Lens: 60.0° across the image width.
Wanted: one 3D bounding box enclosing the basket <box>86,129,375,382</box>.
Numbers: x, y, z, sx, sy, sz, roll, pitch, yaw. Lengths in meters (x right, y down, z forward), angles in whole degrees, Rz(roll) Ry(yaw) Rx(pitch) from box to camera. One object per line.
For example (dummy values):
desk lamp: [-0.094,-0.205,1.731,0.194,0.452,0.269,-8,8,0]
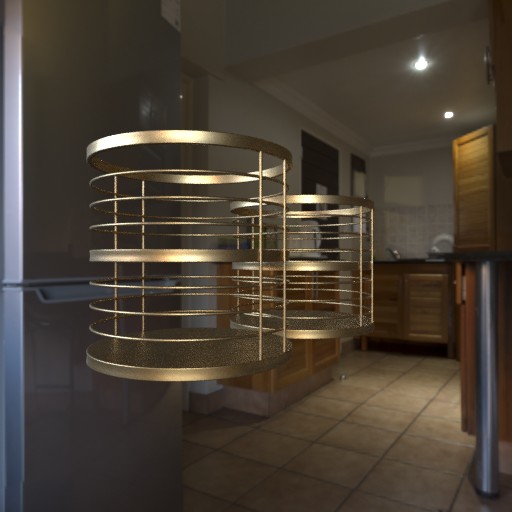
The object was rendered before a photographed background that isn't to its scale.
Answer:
basket: [0.000,0.000,0.952,0.356,0.351,0.746,0,0,35]
